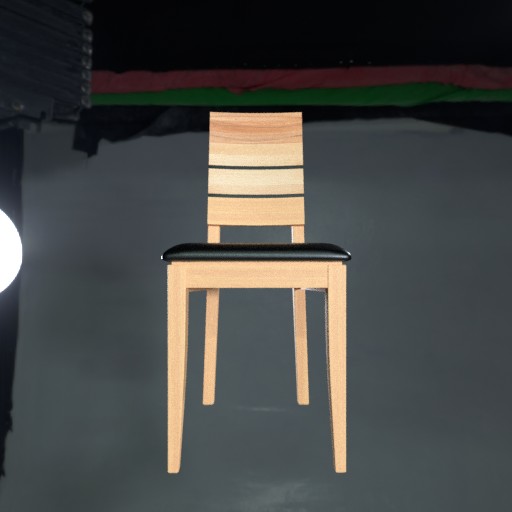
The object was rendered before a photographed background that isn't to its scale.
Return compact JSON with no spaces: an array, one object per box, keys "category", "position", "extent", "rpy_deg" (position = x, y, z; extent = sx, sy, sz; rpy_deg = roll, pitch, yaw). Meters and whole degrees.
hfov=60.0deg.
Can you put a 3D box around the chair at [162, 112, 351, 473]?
[{"category":"chair","position":[0.000,0.000,1.202],"extent":[0.410,0.940,0.520],"rpy_deg":[0,-1,0]}]
